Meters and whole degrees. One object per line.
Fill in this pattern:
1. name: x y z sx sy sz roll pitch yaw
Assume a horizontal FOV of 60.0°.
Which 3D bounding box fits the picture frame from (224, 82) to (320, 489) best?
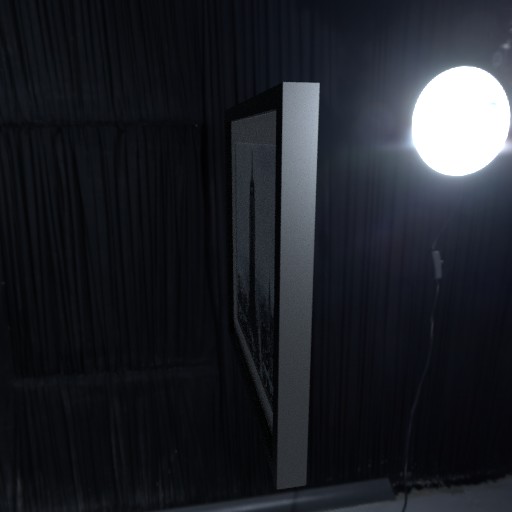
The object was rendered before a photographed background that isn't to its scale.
1. picture frame: 0.000 0.000 0.536 0.029 0.353 0.355 -3 15 -10
